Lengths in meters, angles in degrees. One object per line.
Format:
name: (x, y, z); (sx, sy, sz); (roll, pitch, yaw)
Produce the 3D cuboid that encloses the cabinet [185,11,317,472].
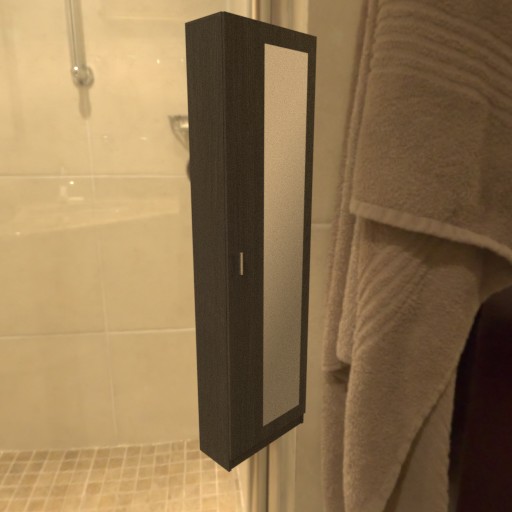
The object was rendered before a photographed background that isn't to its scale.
cabinet: (0.000, 0.000, 1.916); (0.500, 1.790, 0.230); (-13, 19, -43)
